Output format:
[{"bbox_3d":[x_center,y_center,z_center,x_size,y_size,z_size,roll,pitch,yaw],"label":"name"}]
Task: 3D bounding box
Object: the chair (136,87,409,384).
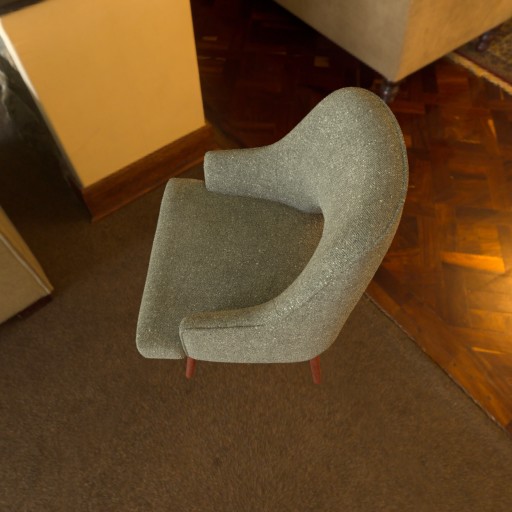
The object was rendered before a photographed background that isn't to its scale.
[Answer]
[{"bbox_3d":[0.000,0.000,1.281,0.629,0.875,0.608,2,58,1],"label":"chair"}]
